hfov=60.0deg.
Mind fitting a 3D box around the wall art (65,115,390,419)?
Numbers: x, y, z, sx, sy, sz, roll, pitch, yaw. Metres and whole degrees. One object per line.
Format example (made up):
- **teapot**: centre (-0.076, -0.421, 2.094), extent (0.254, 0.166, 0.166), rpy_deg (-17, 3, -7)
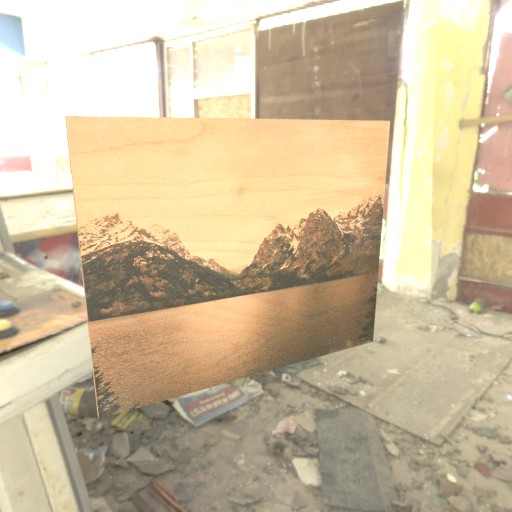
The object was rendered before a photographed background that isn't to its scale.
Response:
- **wall art**: centre (0.000, 0.000, 0.690), extent (0.508, 0.408, 0.010), rpy_deg (-8, 18, -27)
